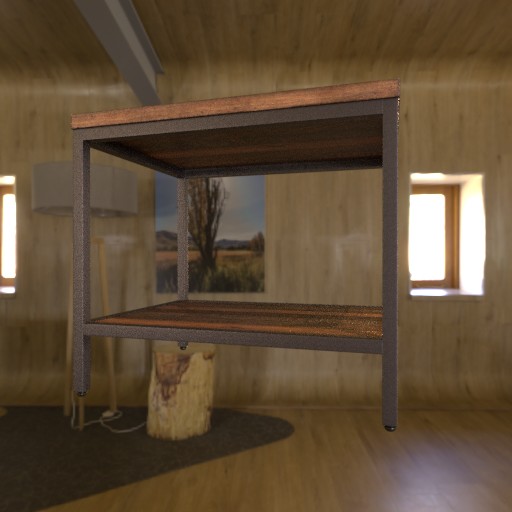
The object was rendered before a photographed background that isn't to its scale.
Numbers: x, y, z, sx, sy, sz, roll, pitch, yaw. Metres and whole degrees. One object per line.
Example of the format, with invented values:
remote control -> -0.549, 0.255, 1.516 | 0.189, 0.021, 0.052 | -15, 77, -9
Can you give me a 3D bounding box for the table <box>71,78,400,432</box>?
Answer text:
table -> 0.000, 0.000, 1.109 | 0.678, 0.612, 0.524 | 0, 0, 17
